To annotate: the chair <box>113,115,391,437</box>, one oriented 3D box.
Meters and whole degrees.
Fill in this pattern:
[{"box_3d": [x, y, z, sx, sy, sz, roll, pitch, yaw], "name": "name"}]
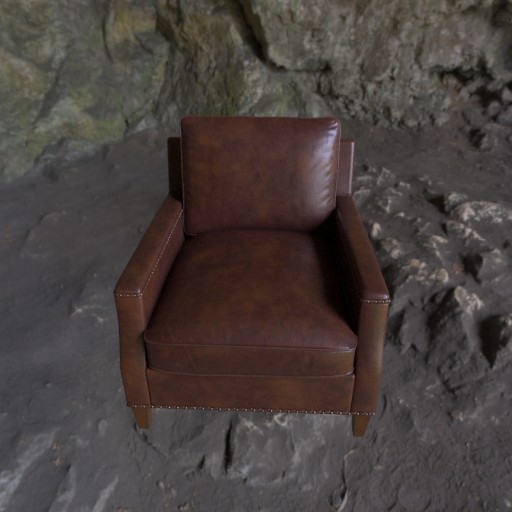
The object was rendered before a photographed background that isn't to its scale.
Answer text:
[{"box_3d": [0.000, 0.000, 1.747, 0.853, 0.929, 1.014, 1, 29, 2], "name": "chair"}]
